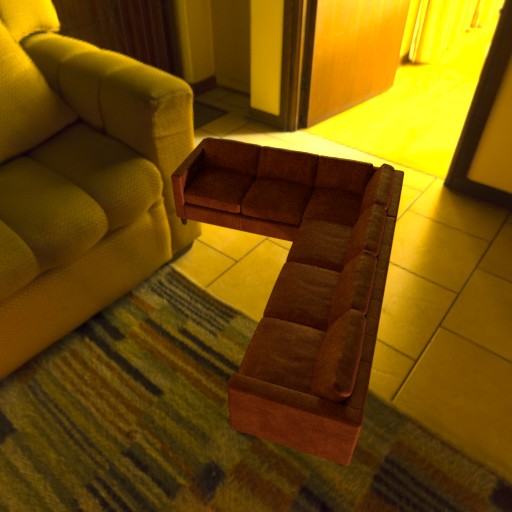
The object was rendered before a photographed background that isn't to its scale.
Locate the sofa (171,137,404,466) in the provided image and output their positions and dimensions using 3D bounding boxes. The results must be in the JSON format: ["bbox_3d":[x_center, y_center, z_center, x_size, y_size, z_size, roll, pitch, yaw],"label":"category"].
[{"bbox_3d":[0.000,0.000,4.298,2.438,0.838,3.150,13,44,14],"label":"sofa"}]
